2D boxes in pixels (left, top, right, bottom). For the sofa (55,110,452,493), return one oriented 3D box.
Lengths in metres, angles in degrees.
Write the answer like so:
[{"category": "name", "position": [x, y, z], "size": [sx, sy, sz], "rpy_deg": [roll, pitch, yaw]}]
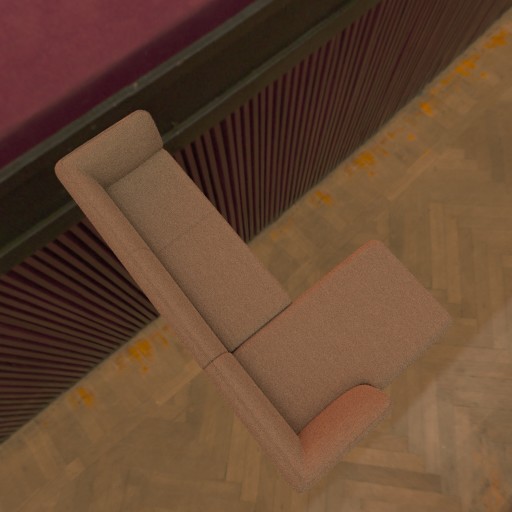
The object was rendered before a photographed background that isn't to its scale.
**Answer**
[{"category": "sofa", "position": [0.000, 0.000, 3.193], "size": [1.532, 0.693, 2.653], "rpy_deg": [-38, 77, -10]}]
